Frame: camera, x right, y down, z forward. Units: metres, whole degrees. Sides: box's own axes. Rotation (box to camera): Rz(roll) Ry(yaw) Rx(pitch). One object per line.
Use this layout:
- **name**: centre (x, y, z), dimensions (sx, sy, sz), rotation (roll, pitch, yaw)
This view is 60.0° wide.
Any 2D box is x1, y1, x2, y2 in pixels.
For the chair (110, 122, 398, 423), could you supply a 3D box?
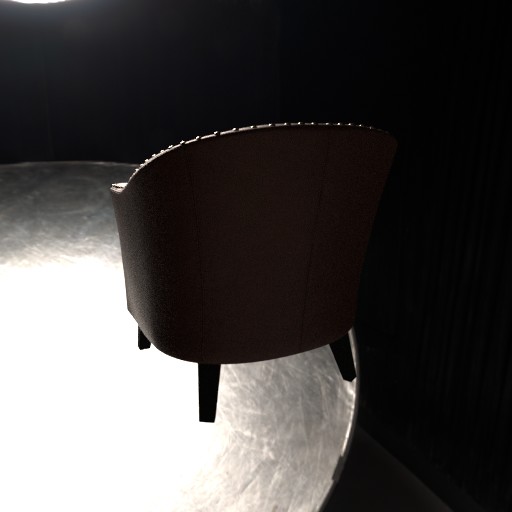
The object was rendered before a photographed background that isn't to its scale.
- **chair**: centre (0.000, 0.000, 1.456), dimensions (0.794, 0.823, 0.748), rotation (-7, 17, -25)
